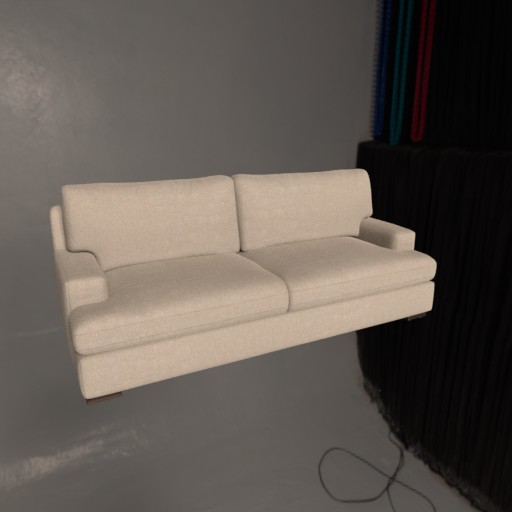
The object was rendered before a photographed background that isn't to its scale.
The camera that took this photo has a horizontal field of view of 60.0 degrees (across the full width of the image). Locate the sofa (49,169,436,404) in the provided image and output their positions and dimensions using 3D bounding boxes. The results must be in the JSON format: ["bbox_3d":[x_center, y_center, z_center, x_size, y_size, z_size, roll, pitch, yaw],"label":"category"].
[{"bbox_3d":[0.000,0.000,2.863,2.354,0.980,0.962,-8,18,-26],"label":"sofa"}]
